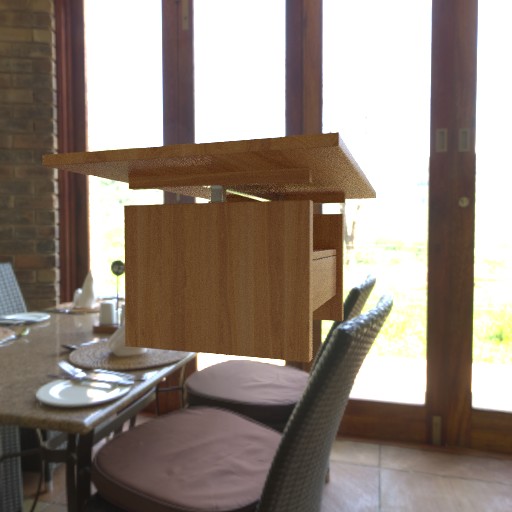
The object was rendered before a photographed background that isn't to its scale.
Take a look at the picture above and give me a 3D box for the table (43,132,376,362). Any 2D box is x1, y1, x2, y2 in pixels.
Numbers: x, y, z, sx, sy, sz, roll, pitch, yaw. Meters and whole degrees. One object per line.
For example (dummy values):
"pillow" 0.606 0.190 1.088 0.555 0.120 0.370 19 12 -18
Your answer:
"table" 0.000 0.000 1.471 0.700 0.510 1.100 1 2 19
